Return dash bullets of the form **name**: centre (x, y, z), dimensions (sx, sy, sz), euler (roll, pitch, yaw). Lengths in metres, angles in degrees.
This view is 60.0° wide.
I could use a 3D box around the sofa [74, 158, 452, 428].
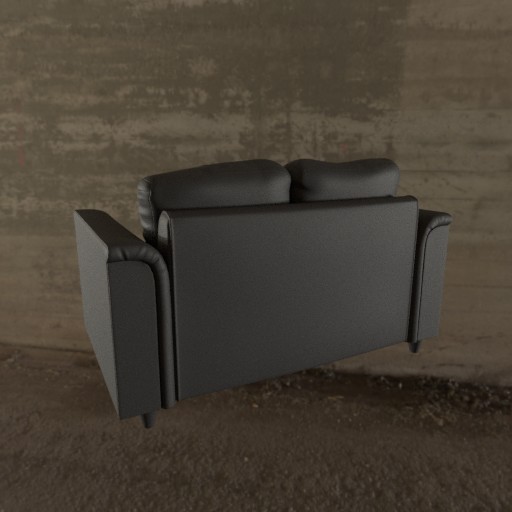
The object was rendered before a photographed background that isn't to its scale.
- **sofa**: centre (0.000, 0.000, 1.952), dimensions (1.386, 0.845, 0.887), euler (-7, 15, -27)
